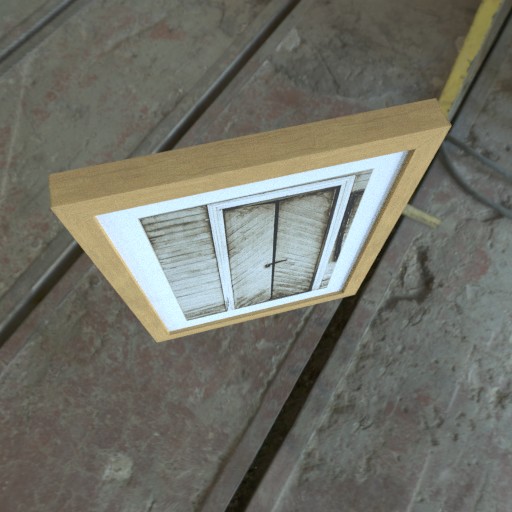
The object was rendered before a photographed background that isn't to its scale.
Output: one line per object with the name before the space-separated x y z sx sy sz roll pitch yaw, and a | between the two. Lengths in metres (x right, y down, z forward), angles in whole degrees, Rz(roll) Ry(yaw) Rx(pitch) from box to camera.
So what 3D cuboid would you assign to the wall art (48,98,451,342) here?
wall art | 0.000 0.000 0.512 0.312 0.380 0.030 -13 65 -6
